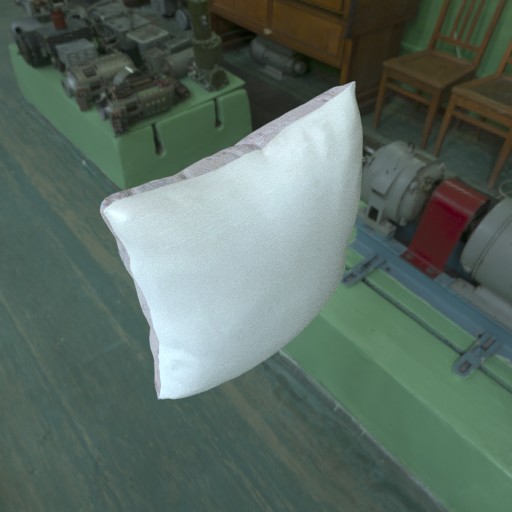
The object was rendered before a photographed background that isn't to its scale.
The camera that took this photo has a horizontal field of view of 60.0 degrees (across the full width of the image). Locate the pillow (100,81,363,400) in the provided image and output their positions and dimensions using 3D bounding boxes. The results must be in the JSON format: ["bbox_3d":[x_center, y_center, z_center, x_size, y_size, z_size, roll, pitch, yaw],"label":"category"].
[{"bbox_3d":[0.000,0.000,0.729,0.450,0.448,0.245,-33,55,-27],"label":"pillow"}]
